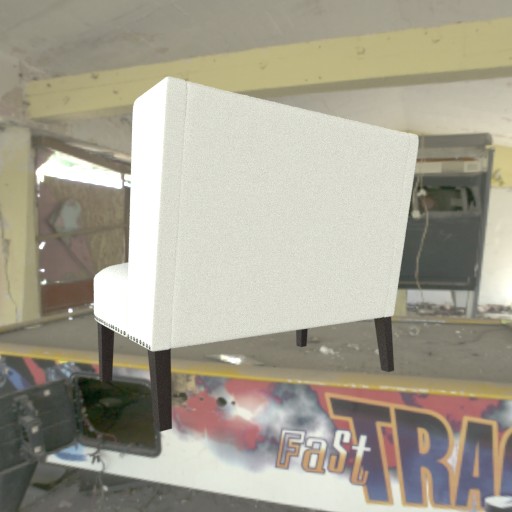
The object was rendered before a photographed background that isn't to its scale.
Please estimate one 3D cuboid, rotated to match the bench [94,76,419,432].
[{"bbox_3d":[0.000,0.000,2.043,1.280,1.123,0.847,-1,2,-35],"label":"bench"}]
